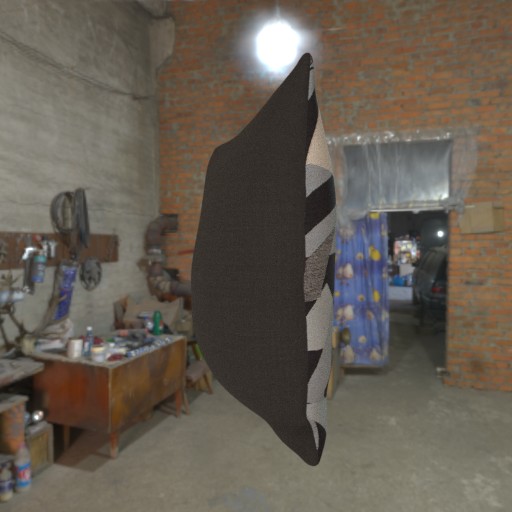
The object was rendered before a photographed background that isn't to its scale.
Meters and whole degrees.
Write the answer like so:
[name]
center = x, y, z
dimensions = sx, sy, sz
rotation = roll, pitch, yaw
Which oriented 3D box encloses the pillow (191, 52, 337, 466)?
[pillow]
center = 0.000, 0.000, 0.760
dimensions = 0.208, 0.496, 0.503
rotation = 0, 1, -18
